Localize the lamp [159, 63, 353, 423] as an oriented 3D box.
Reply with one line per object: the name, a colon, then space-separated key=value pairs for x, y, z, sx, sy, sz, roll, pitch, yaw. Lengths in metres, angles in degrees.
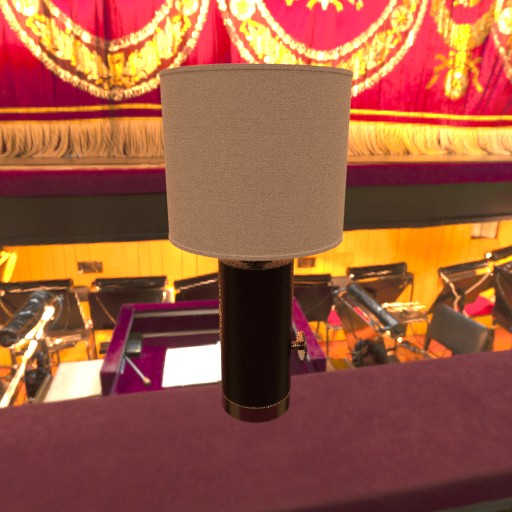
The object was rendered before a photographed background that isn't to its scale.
lamp: x=0.000 y=0.000 z=0.632 sx=0.240 sy=0.482 sz=0.241 roll=-3 pitch=18 yaw=-10
